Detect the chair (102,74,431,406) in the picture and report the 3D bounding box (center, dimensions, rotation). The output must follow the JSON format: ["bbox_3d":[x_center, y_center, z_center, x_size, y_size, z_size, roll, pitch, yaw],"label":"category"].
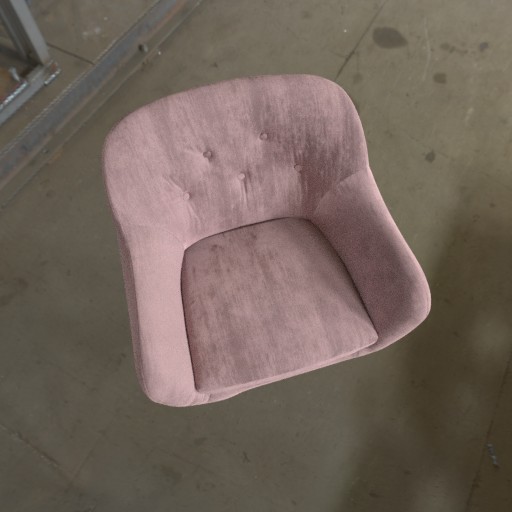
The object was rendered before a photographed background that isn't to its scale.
[{"bbox_3d":[0.000,0.000,1.505,0.840,0.820,0.820,-14,64,-7],"label":"chair"}]
